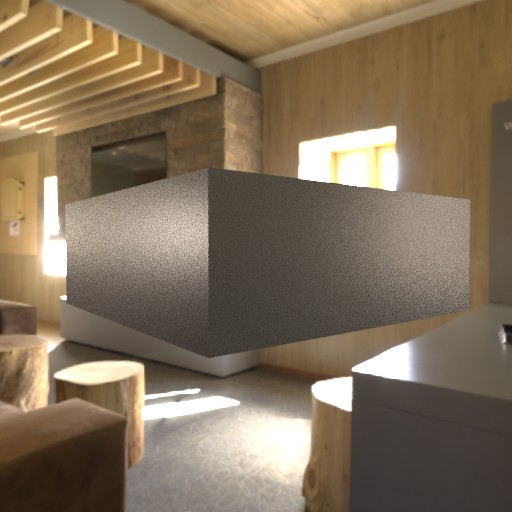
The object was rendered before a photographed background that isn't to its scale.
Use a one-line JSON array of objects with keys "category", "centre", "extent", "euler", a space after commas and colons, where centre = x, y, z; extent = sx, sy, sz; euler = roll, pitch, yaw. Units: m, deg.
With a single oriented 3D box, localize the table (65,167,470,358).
[{"category": "table", "centre": [0.000, 0.000, 1.237], "extent": [0.801, 0.299, 0.801], "euler": [-1, 2, -38]}]
